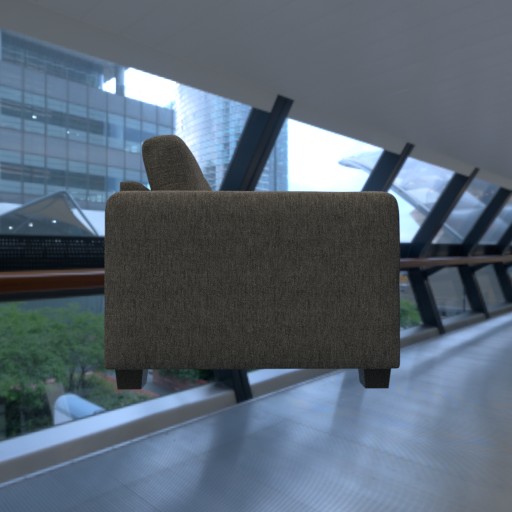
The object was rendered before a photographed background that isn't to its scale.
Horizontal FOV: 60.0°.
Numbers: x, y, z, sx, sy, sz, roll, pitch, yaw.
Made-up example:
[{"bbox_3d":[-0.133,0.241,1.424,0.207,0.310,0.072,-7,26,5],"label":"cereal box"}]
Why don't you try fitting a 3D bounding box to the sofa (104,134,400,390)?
[{"bbox_3d":[0.000,0.000,2.017,0.900,0.800,1.520,0,-1,-1],"label":"sofa"}]
